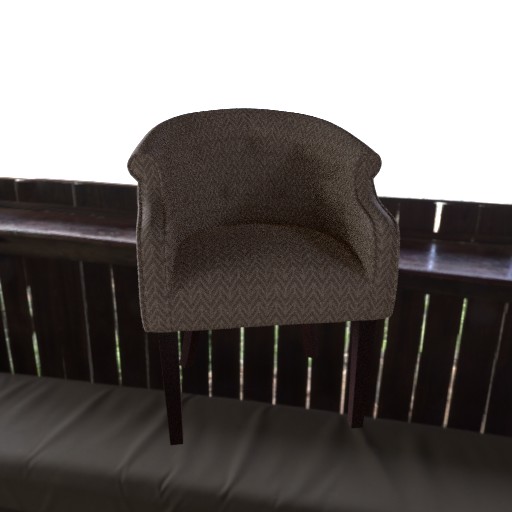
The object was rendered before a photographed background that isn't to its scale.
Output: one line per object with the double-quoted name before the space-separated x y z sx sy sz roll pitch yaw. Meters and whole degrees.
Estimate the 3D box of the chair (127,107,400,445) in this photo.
"chair" 0.000 0.000 1.319 0.686 0.858 0.613 -2 16 -8
